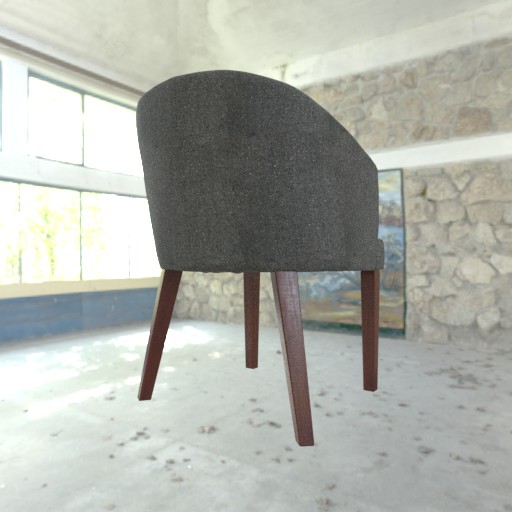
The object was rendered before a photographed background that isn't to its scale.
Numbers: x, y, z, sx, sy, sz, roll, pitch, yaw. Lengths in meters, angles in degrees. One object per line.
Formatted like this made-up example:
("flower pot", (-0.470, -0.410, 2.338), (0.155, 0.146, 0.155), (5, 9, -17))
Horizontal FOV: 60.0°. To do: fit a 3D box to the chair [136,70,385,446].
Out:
("chair", (0.000, 0.000, 1.250), (0.583, 0.811, 0.655), (0, 0, 36))
